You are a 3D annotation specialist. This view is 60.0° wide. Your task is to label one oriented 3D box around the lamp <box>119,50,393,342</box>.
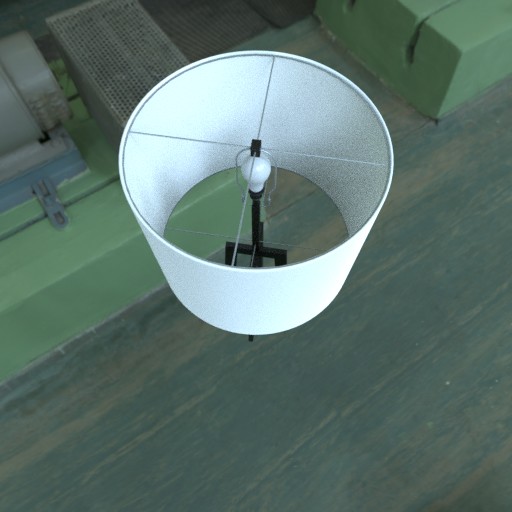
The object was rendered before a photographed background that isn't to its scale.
[{"bbox_3d":[0.000,0.000,0.635,0.257,0.489,0.257,-33,69,-15],"label":"lamp"}]
